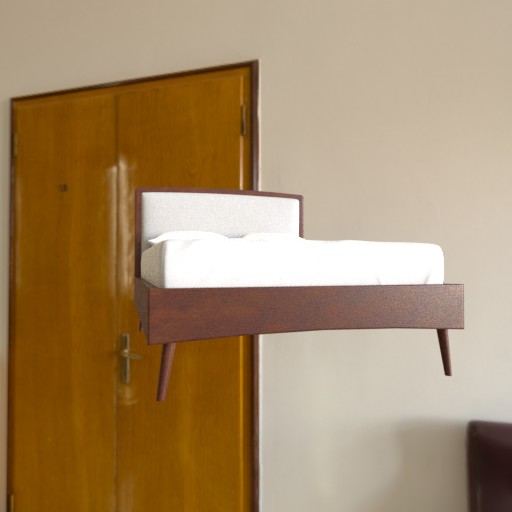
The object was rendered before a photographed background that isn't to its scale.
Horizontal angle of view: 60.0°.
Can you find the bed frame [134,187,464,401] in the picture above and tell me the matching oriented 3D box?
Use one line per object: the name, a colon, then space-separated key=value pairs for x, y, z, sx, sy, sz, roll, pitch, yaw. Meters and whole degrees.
bed frame: x=0.000 y=0.000 z=3.104 sx=1.587 sy=1.279 sz=2.171 roll=0 pitch=-1 yaw=-17
